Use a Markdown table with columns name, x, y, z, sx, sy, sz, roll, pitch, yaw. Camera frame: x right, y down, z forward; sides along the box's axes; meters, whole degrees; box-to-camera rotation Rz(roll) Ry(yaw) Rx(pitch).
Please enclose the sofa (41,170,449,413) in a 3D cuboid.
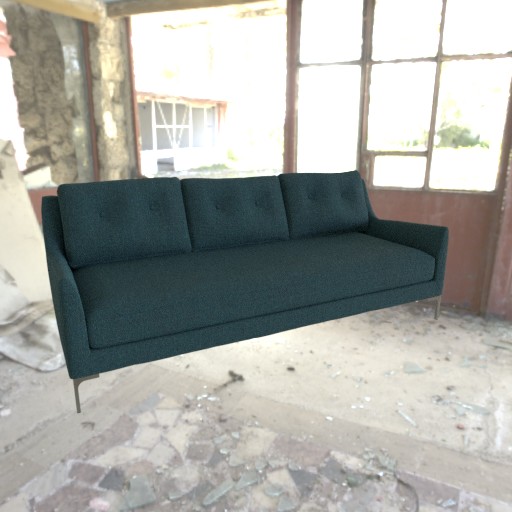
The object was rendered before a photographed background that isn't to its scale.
| name | x | y | z | sx | sy | sz | roll | pitch | yaw |
| --- | --- | --- | --- | --- | --- | --- | --- | --- | --- |
| sofa | 0.000 | 0.000 | 2.429 | 2.060 | 0.837 | 0.849 | -8 | 17 | -26 |
